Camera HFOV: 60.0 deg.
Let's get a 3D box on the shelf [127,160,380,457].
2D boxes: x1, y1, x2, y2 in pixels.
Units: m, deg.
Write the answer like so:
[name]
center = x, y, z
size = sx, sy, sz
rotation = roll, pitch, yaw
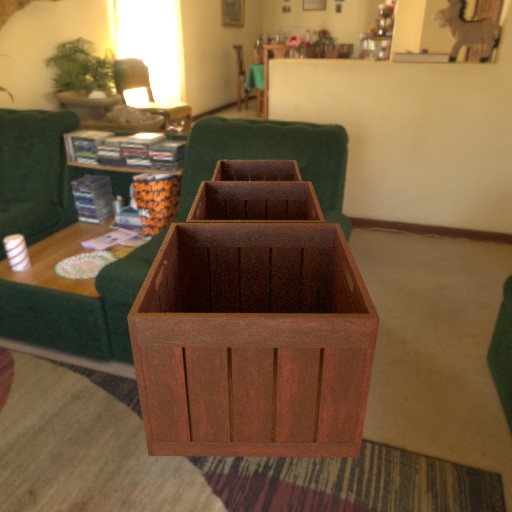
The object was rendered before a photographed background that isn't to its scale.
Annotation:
[shelf]
center = 0.000, 0.000, 1.235
size = 0.393, 0.311, 1.064
rotation = 0, 26, 0
